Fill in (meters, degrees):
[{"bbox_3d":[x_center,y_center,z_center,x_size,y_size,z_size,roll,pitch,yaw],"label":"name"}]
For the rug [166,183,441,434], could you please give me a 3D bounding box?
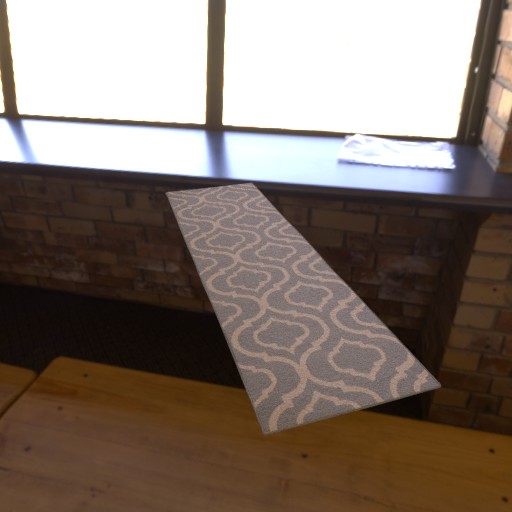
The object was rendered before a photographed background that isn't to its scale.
[{"bbox_3d":[0.000,0.000,2.458,0.684,0.009,2.275,-9,30,-16],"label":"rug"}]
